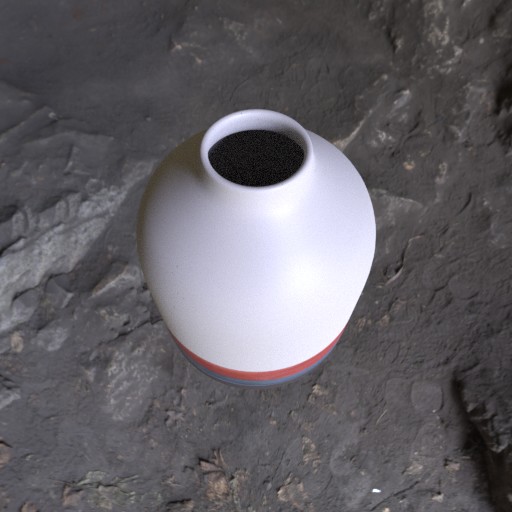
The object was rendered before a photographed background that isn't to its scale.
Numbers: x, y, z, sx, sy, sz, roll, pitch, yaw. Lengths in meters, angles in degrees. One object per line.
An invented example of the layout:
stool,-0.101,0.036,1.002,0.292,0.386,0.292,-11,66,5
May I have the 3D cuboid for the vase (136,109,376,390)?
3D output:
vase,0.000,0.000,0.348,0.169,0.237,0.169,0,59,0
